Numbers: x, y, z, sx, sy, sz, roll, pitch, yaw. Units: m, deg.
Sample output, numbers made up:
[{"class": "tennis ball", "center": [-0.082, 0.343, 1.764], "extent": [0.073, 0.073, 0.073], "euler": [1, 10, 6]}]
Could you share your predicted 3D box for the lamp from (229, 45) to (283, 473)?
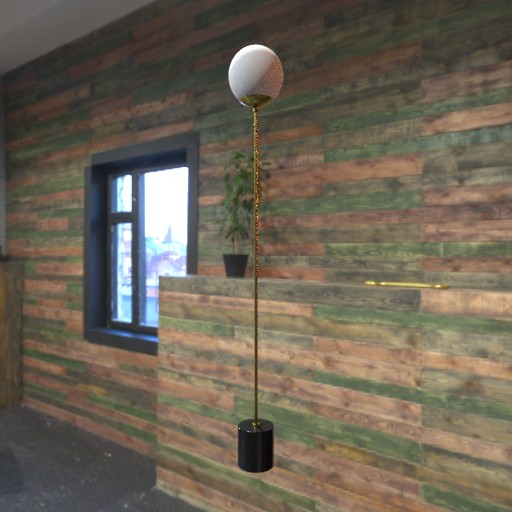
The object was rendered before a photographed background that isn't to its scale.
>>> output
[{"class": "lamp", "center": [0.000, 0.000, 1.860], "extent": [0.229, 1.748, 0.229], "euler": [0, 0, 38]}]
